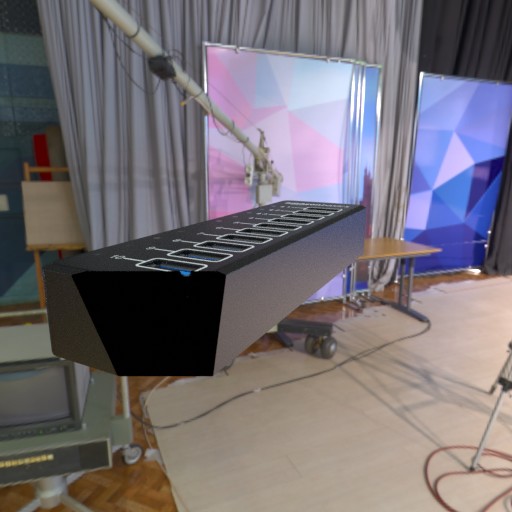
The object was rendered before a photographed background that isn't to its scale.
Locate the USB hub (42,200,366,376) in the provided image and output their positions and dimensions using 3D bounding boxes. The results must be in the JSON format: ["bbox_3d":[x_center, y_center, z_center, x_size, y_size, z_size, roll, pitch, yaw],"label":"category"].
[{"bbox_3d":[0.000,0.000,0.161,0.044,0.023,0.145,7,16,27],"label":"USB hub"}]
